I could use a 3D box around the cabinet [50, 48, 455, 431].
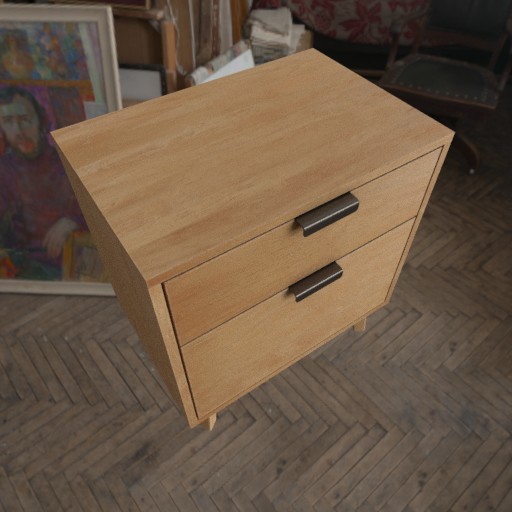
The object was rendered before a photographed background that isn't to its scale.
[{"bbox_3d":[0.000,0.000,0.947,0.551,0.599,0.394,-27,54,-21],"label":"cabinet"}]
